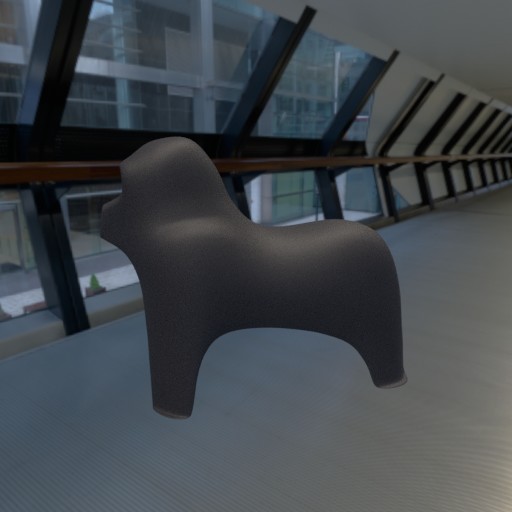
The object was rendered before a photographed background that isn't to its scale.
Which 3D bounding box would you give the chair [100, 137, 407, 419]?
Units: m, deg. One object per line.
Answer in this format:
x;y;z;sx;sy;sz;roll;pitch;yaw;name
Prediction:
0.000;0.000;1.156;0.758;0.600;0.490;-2;14;-8;chair
